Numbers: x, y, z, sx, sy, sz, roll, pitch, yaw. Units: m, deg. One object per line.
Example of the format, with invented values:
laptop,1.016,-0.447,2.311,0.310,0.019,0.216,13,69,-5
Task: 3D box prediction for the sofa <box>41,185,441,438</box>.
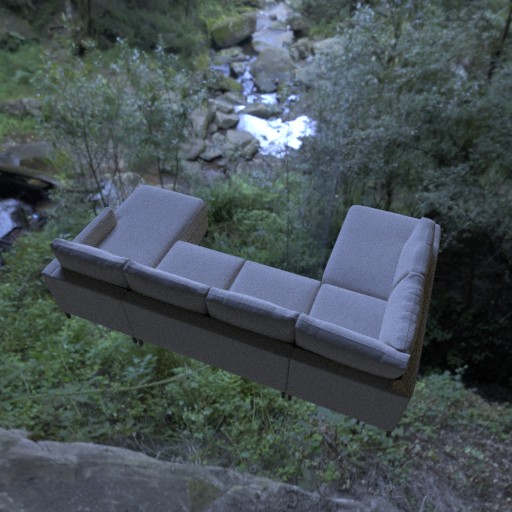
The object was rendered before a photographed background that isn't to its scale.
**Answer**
sofa,0.000,0.000,3.930,2.984,0.862,1.989,16,48,15
